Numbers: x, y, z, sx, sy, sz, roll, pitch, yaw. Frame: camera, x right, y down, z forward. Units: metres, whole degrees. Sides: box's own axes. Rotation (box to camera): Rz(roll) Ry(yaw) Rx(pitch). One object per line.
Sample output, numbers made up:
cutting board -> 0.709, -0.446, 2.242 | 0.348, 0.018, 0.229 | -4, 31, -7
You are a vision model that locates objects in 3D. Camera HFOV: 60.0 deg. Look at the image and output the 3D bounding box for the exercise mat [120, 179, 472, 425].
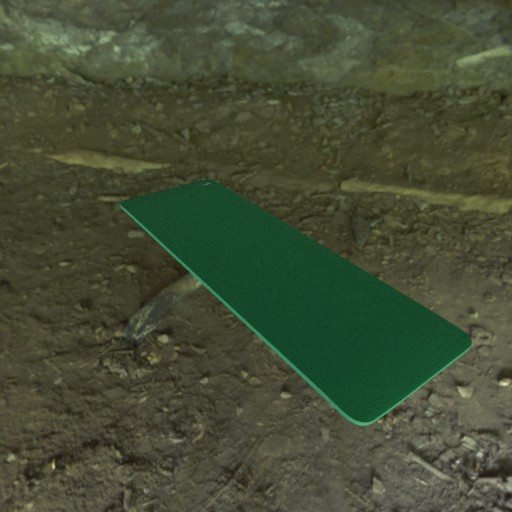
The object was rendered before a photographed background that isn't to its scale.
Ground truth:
exercise mat -> 0.000, 0.000, 2.065 | 0.616, 0.021, 1.869 | -21, 38, -30
